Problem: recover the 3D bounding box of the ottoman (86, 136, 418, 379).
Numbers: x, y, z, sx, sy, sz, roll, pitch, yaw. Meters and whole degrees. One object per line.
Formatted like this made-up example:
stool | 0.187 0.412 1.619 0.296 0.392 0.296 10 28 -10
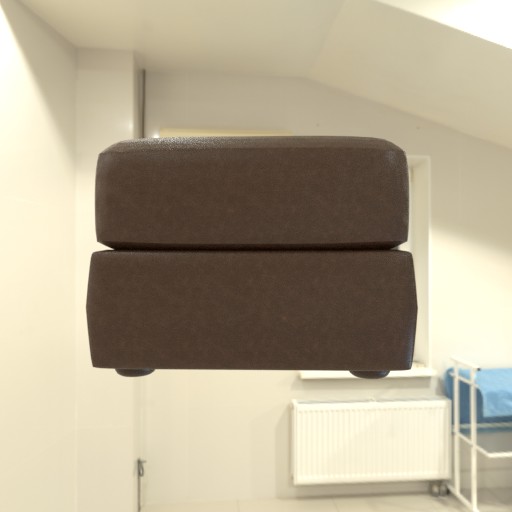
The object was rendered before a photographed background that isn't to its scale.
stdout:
ottoman | 0.000 0.000 1.153 0.603 0.476 0.751 0 0 2
